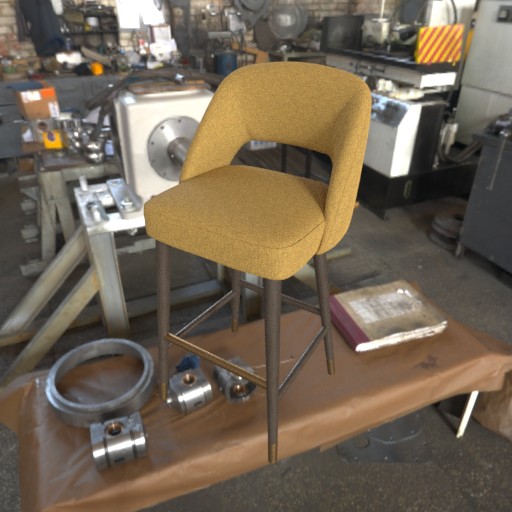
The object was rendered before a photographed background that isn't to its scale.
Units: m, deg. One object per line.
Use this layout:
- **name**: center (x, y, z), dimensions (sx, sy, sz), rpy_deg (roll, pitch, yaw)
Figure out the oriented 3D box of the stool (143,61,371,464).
- **stool**: center (0.000, 0.000, 1.341), dimensions (0.536, 1.032, 0.522), rpy_deg (18, 35, 28)
